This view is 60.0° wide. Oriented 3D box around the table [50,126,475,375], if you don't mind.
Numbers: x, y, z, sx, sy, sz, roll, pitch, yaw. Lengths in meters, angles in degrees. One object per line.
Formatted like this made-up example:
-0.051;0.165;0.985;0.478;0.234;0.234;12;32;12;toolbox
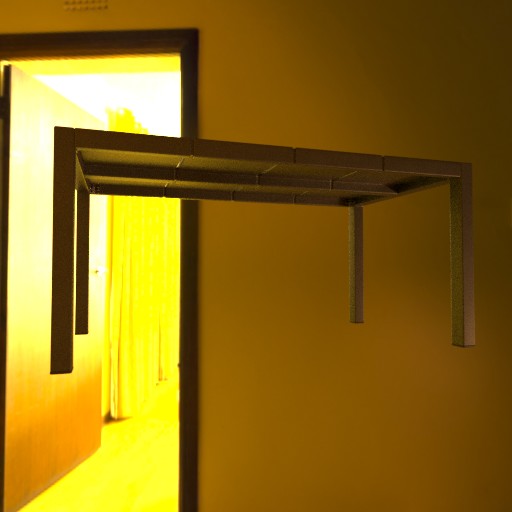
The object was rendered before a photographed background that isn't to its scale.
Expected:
0.000;0.000;1.225;0.965;0.460;0.559;1;-2;-18;table
